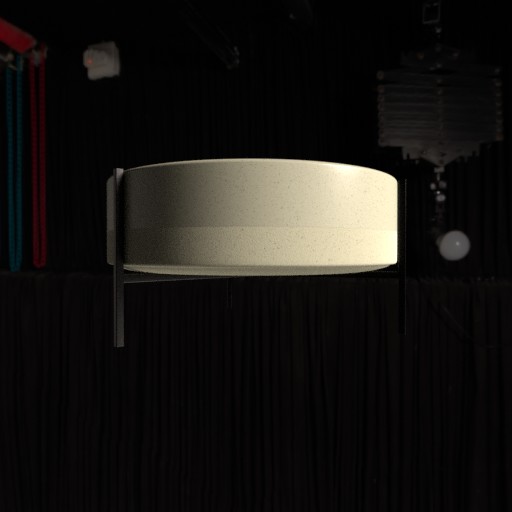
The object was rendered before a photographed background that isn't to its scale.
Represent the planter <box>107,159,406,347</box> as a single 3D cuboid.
[{"bbox_3d":[0.000,0.000,0.538,0.345,0.171,0.336,0,1,17],"label":"planter"}]
